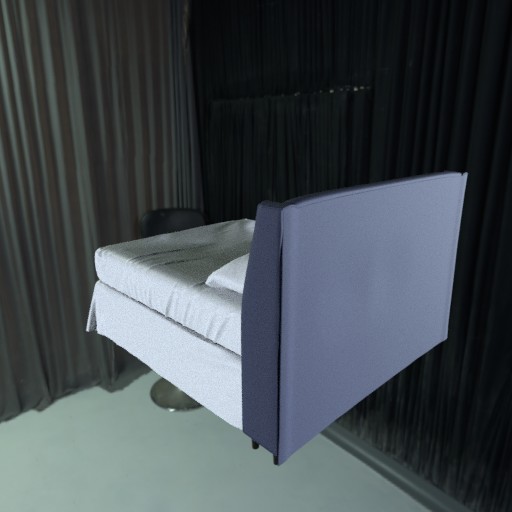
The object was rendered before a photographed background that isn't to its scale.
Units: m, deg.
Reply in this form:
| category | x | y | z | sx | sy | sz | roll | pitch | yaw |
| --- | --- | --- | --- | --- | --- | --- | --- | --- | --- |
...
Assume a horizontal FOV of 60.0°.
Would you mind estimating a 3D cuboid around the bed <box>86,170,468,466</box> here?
| category | x | y | z | sx | sy | sz | roll | pitch | yaw |
| --- | --- | --- | --- | --- | --- | --- | --- | --- | --- |
| bed | 0.000 | 0.000 | 3.375 | 1.925 | 1.332 | 2.276 | -16 | 23 | -42 |
